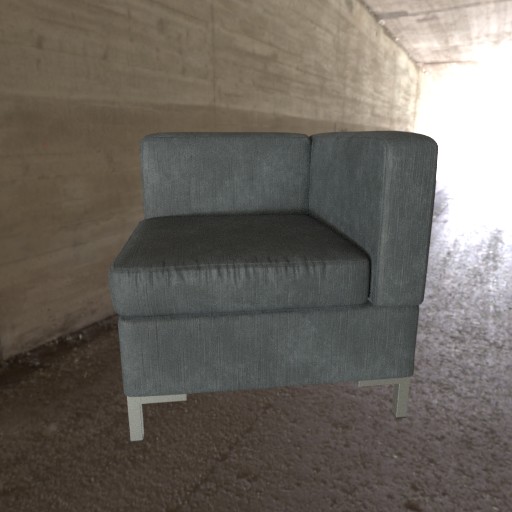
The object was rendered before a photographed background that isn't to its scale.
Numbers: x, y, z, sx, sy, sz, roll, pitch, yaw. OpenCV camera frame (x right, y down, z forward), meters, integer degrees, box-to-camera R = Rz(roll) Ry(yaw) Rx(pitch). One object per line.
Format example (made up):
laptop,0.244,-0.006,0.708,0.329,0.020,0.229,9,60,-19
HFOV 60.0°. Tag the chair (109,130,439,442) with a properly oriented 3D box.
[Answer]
chair,0.000,0.000,1.217,0.680,0.660,0.680,-2,15,-8
